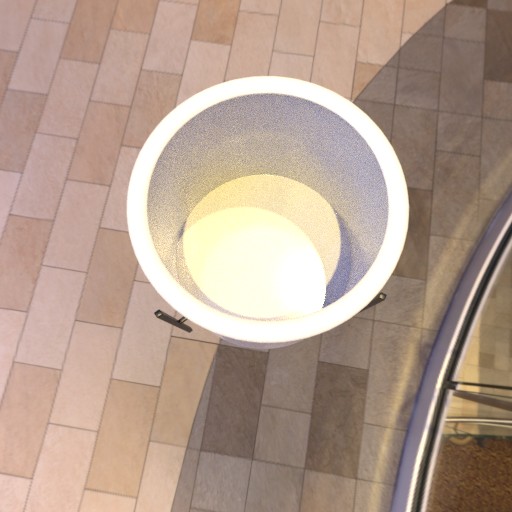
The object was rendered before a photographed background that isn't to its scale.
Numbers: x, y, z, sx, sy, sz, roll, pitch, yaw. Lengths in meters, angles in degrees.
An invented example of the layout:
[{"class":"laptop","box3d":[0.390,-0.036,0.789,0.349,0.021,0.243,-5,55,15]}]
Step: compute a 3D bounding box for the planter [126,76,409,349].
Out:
[{"class":"planter","box3d":[0.000,0.000,0.741,0.361,0.480,0.360,-36,79,-8]}]
